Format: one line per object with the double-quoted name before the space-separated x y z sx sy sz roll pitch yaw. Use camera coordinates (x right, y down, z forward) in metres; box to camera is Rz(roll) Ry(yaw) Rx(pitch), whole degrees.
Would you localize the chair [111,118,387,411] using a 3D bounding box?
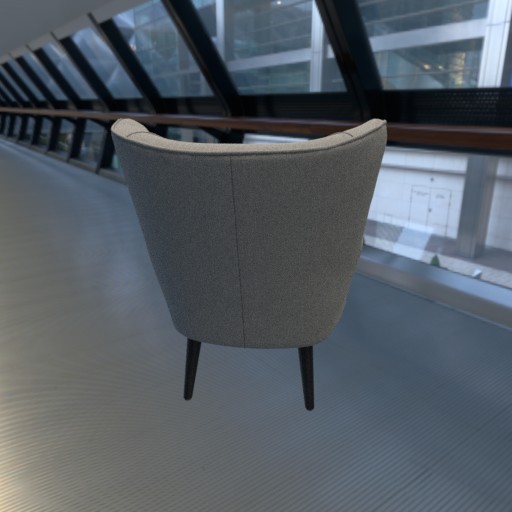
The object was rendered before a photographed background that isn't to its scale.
"chair" 0.000 0.000 1.572 0.781 0.933 0.888 2 18 7
